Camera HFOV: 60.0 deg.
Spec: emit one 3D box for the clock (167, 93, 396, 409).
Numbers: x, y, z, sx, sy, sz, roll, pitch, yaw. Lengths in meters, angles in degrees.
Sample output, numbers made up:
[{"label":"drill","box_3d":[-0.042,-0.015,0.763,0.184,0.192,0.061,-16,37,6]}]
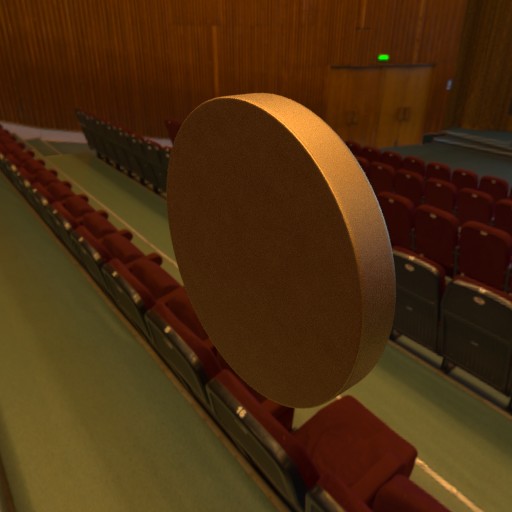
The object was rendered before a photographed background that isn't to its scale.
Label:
[{"label":"clock","box_3d":[0.000,0.000,0.457,0.040,0.314,0.314,-20,33,-33]}]
